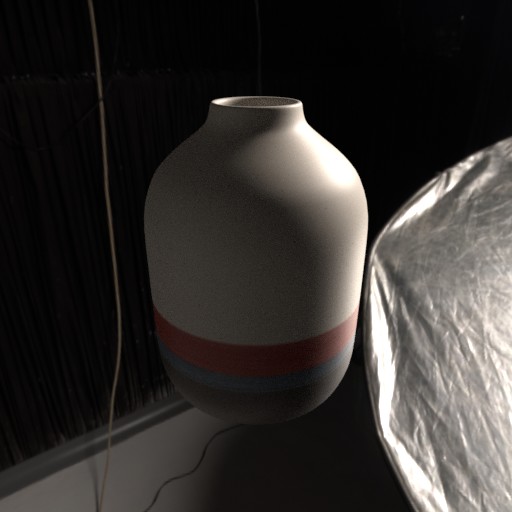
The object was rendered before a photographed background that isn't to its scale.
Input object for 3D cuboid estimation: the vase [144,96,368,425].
[{"bbox_3d":[0.000,0.000,0.357,0.169,0.237,0.169,0,26,0],"label":"vase"}]
